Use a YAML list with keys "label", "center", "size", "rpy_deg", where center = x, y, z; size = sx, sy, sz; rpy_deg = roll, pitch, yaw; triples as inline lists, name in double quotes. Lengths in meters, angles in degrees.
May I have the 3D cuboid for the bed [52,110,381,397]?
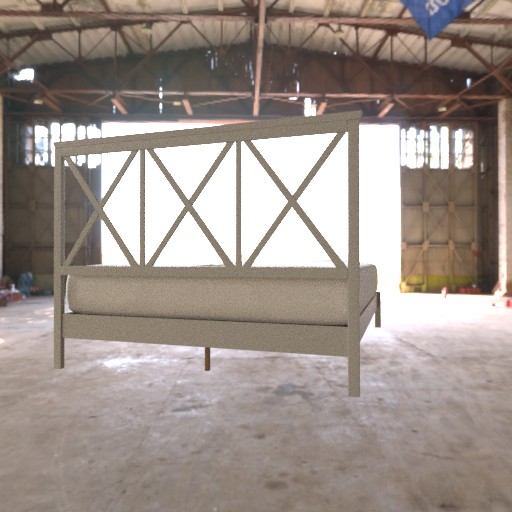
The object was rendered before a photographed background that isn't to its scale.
- label: "bed"
  center: [0.000, 0.000, 3.202]
  size: [1.673, 1.253, 2.135]
  rpy_deg: [0, 0, 18]
